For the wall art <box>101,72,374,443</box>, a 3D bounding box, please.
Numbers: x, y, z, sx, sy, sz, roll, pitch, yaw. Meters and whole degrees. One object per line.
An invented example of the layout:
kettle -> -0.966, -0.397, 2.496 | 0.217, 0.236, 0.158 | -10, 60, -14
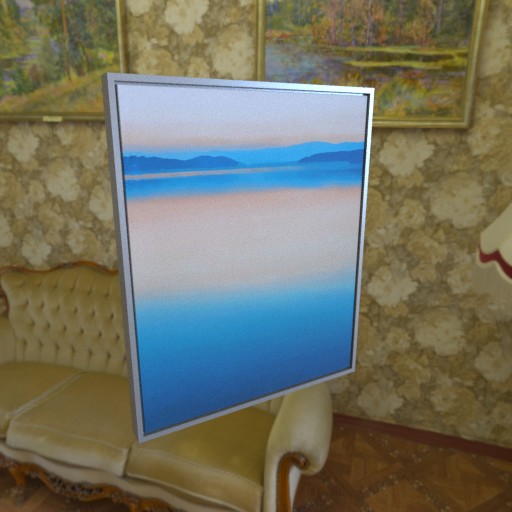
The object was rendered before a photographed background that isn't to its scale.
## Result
wall art -> 0.000, 0.000, 0.757 | 0.453, 0.554, 0.037 | -9, 18, -28
